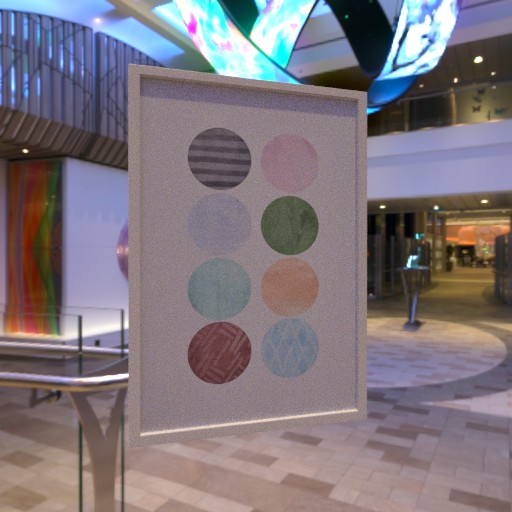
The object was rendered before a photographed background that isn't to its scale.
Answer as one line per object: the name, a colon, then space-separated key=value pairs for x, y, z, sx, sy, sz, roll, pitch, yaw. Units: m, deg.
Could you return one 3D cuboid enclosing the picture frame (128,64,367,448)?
picture frame: x=0.000 y=0.000 z=0.551 sx=0.305 sy=0.434 sz=0.013 roll=0 pitch=0 yaw=-17
